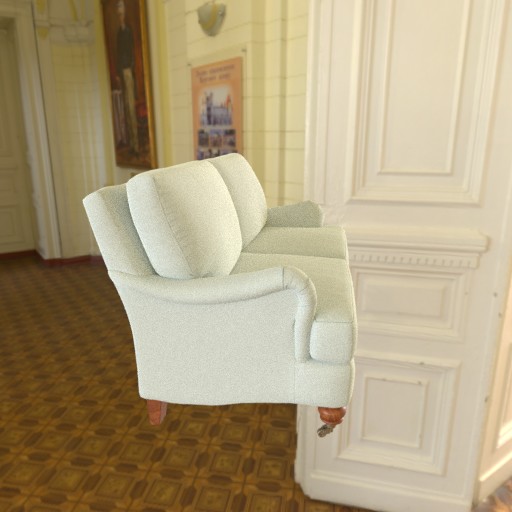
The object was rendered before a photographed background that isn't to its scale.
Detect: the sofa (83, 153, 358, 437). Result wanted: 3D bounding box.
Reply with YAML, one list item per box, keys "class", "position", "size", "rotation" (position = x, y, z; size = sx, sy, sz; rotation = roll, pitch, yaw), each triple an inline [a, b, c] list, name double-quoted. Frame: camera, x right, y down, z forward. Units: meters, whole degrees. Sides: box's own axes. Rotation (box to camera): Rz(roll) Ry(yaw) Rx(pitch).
- class: "sofa"
  position: [0.000, 0.000, 2.577]
  size: [1.084, 1.101, 1.853]
  rotation: [3, 16, 9]
